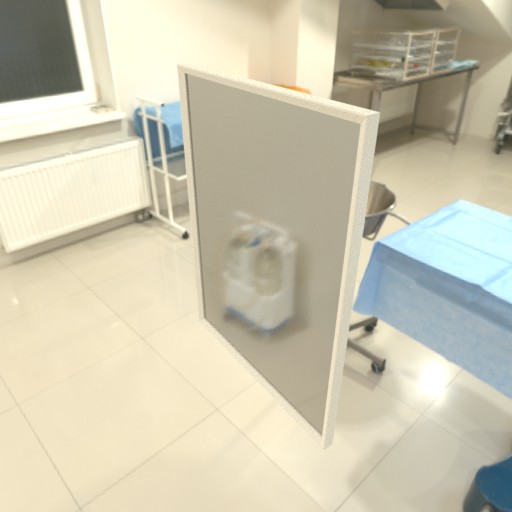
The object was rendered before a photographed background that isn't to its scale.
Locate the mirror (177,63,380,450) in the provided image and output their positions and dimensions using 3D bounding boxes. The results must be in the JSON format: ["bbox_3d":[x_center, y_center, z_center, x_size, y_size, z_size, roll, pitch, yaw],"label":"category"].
[{"bbox_3d":[0.000,0.000,1.371,0.041,1.016,0.762,-21,37,-30],"label":"mirror"}]
